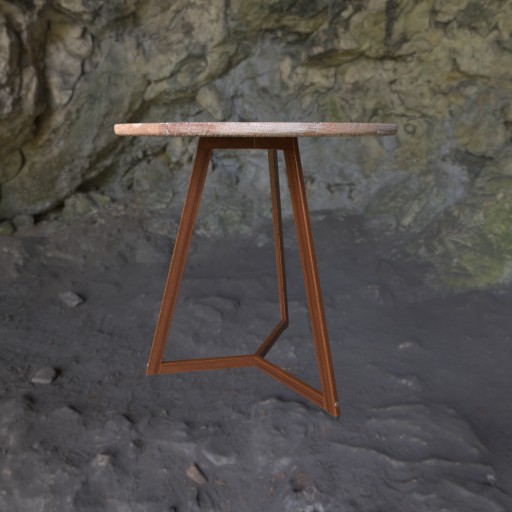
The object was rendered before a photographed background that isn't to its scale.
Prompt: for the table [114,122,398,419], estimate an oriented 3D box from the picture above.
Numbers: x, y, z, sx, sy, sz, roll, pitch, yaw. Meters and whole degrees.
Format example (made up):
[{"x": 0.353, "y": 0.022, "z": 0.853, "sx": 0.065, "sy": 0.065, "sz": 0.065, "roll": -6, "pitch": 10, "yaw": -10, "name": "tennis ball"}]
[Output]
[{"x": 0.000, "y": 0.000, "z": 0.884, "sx": 0.500, "sy": 0.500, "sz": 0.500, "roll": 0, "pitch": 16, "yaw": 0, "name": "table"}]
